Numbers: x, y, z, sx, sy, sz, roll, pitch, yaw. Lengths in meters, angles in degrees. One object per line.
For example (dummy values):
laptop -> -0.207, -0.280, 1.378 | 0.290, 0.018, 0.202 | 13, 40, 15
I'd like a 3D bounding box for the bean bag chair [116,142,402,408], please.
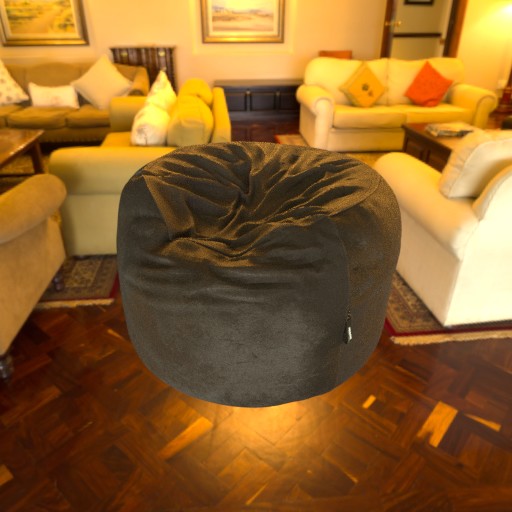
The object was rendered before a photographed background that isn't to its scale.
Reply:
bean bag chair -> 0.000, 0.000, 1.502 | 0.918, 0.605, 0.918 | 0, 29, 0
